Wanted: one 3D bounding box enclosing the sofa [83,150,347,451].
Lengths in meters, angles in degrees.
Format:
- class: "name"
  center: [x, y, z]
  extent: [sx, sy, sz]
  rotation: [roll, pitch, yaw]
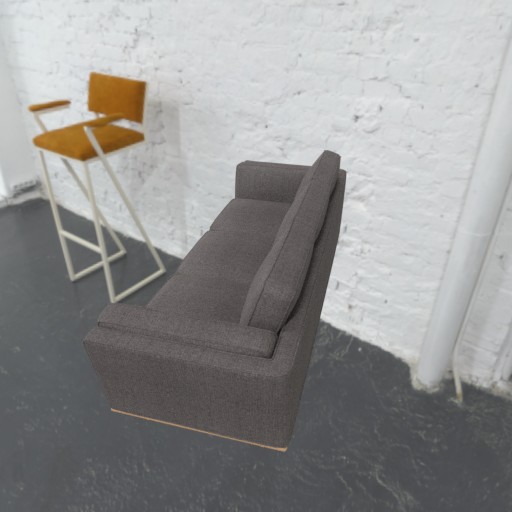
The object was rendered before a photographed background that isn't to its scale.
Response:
- class: "sofa"
  center: [0.000, 0.000, 2.810]
  extent: [0.903, 0.899, 2.362]
  rotation: [8, 31, 13]
